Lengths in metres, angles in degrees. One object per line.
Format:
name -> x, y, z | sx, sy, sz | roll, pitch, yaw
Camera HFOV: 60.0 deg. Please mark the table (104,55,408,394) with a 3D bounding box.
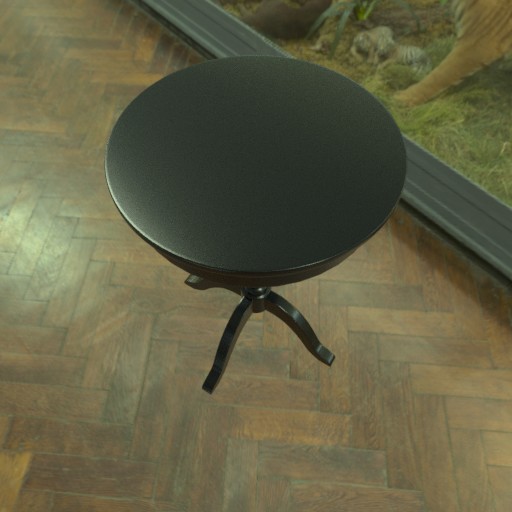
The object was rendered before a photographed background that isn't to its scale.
table -> 0.000, 0.000, 0.985 | 0.481, 0.665, 0.481 | 0, 57, 0
